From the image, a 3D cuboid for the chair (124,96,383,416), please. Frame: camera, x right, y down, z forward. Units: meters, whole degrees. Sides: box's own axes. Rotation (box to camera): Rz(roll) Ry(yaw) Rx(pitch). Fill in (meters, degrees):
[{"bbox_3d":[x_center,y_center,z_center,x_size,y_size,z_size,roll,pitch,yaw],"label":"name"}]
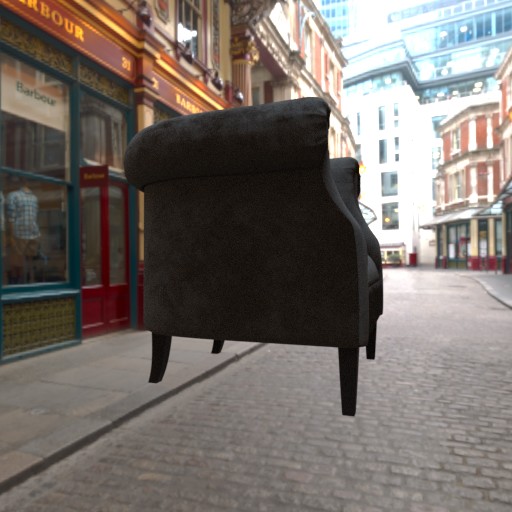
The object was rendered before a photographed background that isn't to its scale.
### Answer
[{"bbox_3d":[0.000,0.000,1.595,0.851,0.826,0.904,0,-1,19],"label":"chair"}]
